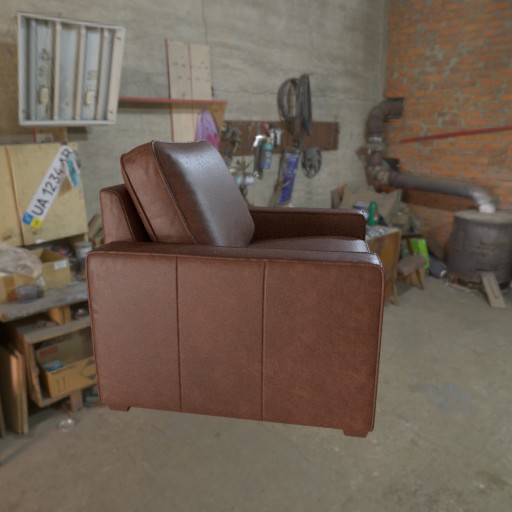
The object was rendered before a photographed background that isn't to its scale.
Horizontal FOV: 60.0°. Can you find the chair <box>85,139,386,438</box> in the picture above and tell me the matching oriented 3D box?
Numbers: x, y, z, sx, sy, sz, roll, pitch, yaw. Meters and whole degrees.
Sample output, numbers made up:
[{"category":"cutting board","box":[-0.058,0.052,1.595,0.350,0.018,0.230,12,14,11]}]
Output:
[{"category":"chair","box":[0.000,0.000,1.806,0.940,0.919,1.017,3,15,10]}]
